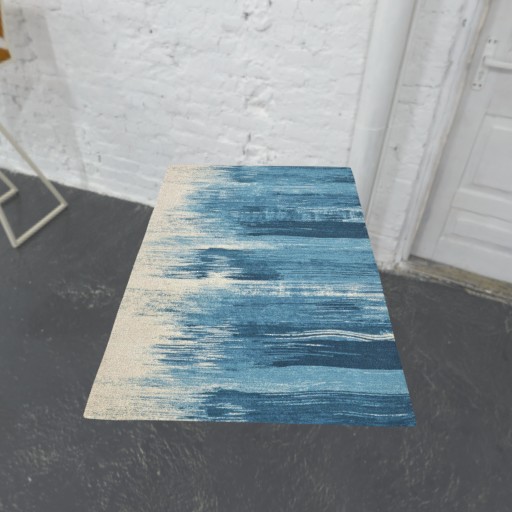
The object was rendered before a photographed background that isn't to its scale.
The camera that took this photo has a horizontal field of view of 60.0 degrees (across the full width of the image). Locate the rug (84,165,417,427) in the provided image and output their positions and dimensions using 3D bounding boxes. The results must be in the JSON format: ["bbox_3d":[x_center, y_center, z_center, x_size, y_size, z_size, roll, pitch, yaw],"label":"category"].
[{"bbox_3d":[0.000,0.000,2.298,1.232,0.009,1.836,1,41,1],"label":"rug"}]
